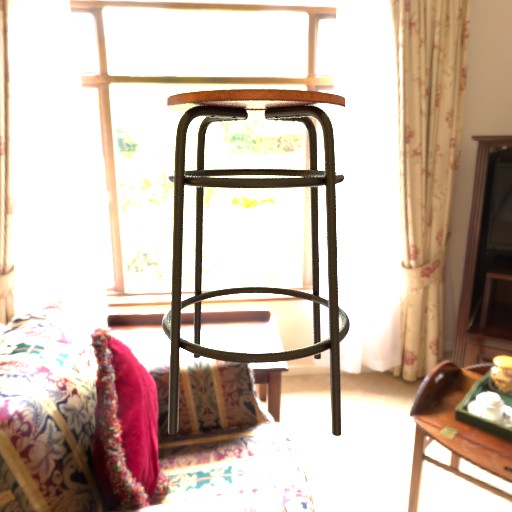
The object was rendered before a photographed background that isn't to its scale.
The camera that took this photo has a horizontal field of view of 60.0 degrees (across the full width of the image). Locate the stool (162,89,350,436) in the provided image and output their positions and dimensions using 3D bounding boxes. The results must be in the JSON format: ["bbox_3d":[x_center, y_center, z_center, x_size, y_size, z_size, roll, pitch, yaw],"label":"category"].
[{"bbox_3d":[0.000,0.000,0.913,0.455,0.610,0.455,-13,19,-42],"label":"stool"}]
